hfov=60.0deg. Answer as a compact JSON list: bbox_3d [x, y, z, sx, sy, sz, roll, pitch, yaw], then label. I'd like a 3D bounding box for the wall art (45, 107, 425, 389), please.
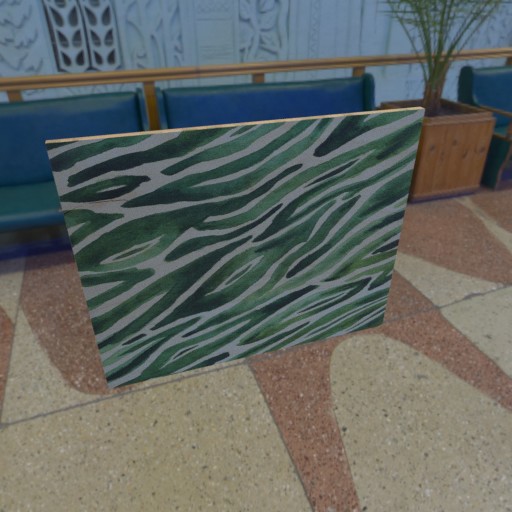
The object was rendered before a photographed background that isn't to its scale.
[{"bbox_3d":[0.000,0.000,0.683,0.508,0.408,0.012,-10,34,-15],"label":"wall art"}]
